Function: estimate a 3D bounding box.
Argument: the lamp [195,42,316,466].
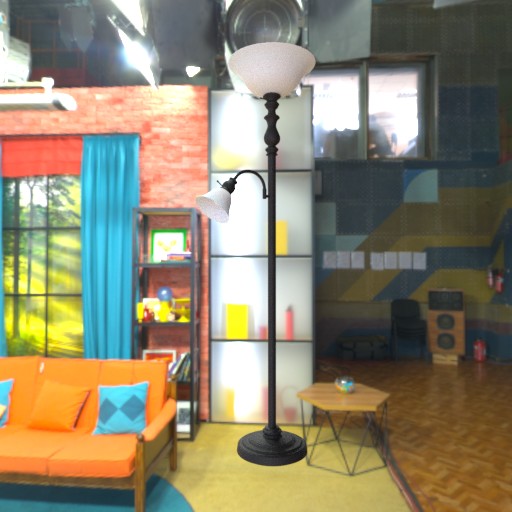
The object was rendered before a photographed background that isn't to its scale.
[{"bbox_3d":[0.000,0.000,1.992,0.588,1.793,0.405,1,-2,-37],"label":"lamp"}]
